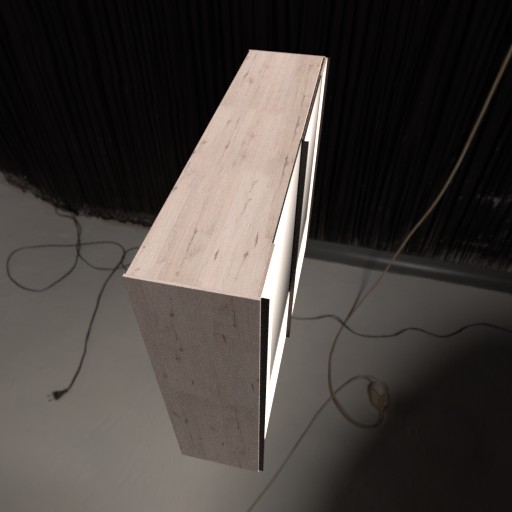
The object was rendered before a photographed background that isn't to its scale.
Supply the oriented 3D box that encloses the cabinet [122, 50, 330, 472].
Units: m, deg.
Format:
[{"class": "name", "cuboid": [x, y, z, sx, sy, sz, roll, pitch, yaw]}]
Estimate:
[{"class": "cabinet", "cuboid": [0.000, 0.000, 3.533, 0.660, 2.180, 2.500, 9, 47, 8]}]
